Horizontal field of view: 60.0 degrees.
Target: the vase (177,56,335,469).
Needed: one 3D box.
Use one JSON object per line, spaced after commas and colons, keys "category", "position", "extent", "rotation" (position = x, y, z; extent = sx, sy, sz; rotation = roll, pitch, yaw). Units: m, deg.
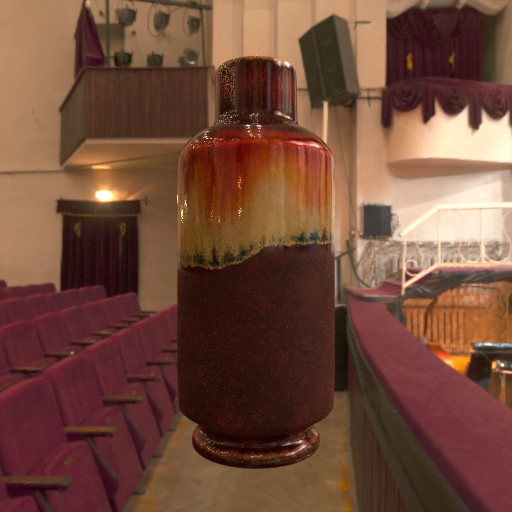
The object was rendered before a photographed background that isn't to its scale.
{"category": "vase", "position": [0.000, 0.000, 0.316], "extent": [0.111, 0.261, 0.111], "rotation": [0, 0, 0]}
